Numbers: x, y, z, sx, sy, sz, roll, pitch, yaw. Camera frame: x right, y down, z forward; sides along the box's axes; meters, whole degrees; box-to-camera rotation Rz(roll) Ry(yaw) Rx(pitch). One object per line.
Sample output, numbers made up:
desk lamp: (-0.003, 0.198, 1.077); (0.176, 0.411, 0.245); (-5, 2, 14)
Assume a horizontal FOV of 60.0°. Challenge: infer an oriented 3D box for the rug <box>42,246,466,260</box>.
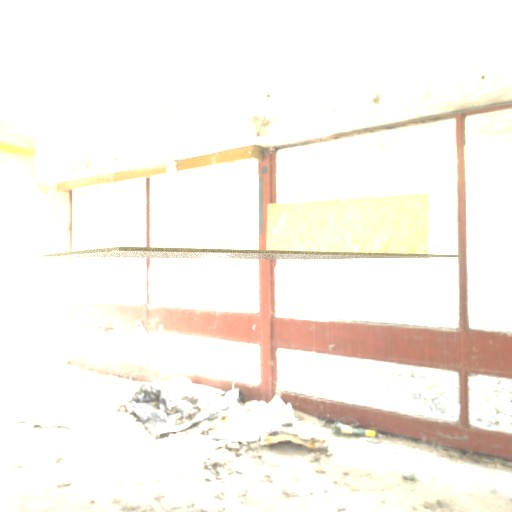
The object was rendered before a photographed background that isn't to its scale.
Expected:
rug: (0.000, 0.000, 2.877); (2.297, 0.018, 1.532); (1, -1, -35)
